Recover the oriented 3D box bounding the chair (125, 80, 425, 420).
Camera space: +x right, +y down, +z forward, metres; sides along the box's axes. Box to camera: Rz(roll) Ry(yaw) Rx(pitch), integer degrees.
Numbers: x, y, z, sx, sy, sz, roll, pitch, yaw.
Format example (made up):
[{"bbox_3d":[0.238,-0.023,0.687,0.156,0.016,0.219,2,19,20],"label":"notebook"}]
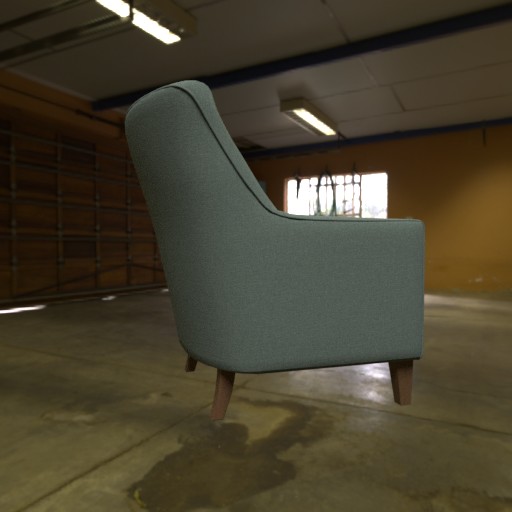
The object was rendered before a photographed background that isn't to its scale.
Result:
[{"bbox_3d":[0.000,0.000,1.559,0.879,0.916,0.756,0,1,-17],"label":"chair"}]
